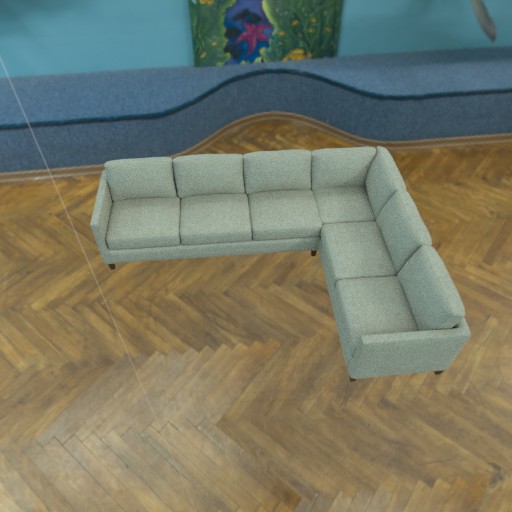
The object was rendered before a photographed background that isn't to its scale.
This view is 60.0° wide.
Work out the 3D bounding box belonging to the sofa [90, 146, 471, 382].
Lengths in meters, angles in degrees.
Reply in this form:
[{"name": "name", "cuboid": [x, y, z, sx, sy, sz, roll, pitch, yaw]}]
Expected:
[{"name": "sofa", "cuboid": [0.000, 0.000, 4.484, 3.333, 0.934, 2.522, -4, 48, -3]}]
